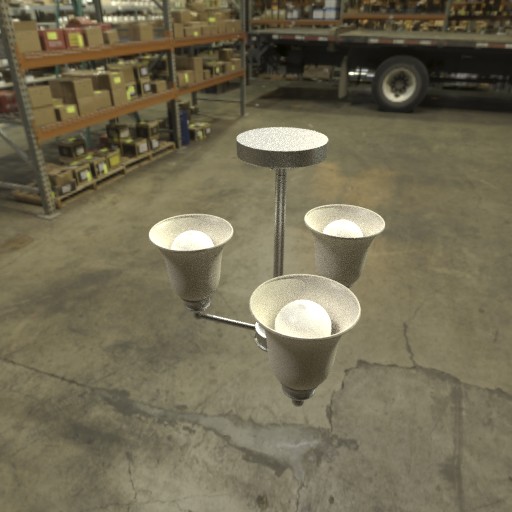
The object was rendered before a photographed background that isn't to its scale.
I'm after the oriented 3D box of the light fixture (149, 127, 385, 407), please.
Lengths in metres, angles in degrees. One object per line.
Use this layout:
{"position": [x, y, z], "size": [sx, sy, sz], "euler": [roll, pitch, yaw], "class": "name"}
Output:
{"position": [0.000, 0.000, 0.684], "size": [0.354, 0.370, 0.388], "euler": [10, 31, 18], "class": "light fixture"}
